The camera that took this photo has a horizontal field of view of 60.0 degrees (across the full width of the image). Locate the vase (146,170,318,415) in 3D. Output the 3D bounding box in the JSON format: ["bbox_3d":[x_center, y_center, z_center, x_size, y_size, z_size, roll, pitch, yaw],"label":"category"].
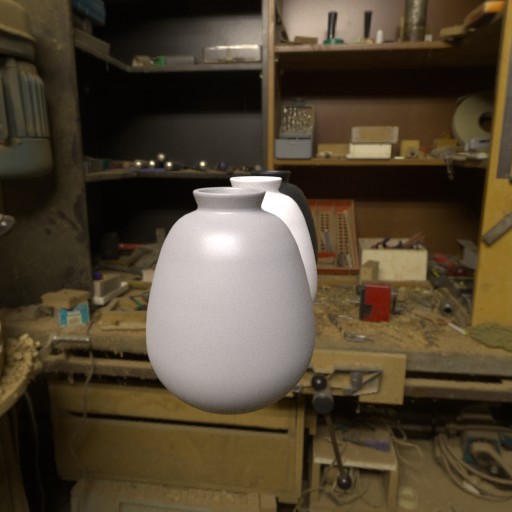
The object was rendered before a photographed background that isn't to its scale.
[{"bbox_3d":[0.000,0.000,0.351,0.097,0.122,0.297,2,14,8],"label":"vase"}]
